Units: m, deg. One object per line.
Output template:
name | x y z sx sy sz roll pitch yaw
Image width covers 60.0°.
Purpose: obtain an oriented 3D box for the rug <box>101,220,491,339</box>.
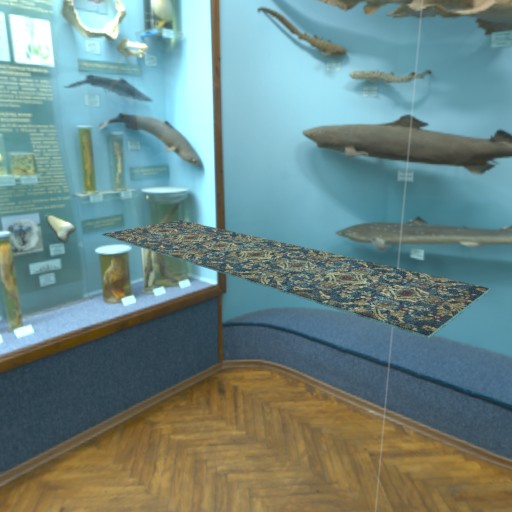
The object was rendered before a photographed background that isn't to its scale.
rug | 0.000 0.000 2.525 2.292 0.014 0.685 15 21 42
